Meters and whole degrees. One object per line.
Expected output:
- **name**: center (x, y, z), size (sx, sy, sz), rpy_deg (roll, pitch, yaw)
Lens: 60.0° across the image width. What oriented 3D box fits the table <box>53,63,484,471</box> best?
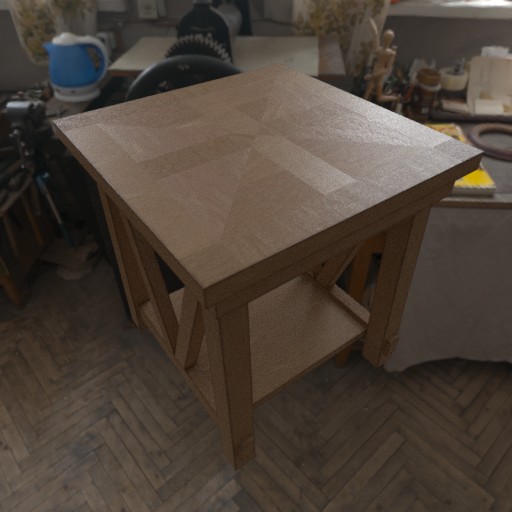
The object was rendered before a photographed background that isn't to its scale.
- **table**: center (0.000, 0.000, 1.088), size (0.610, 0.638, 0.612), rpy_deg (-26, 47, -26)
